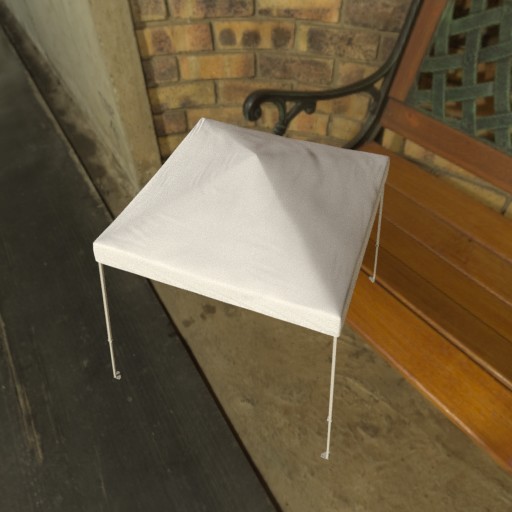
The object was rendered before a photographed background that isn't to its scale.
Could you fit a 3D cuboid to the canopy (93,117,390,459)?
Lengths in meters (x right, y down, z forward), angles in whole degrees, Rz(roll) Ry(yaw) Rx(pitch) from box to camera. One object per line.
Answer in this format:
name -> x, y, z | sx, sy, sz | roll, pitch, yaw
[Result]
canopy -> 0.000, 0.000, 6.598 | 3.599, 3.600, 3.600 | 16, 50, 14
